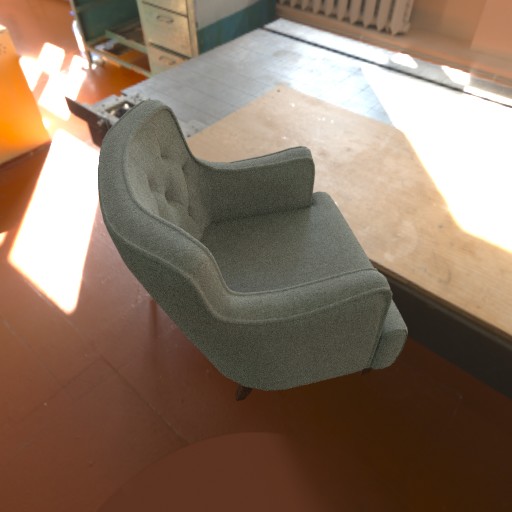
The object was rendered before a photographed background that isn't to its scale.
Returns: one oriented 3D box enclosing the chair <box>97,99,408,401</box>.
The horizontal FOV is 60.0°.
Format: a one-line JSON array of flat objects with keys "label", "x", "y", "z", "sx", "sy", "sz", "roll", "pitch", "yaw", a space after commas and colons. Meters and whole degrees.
[{"label": "chair", "x": 0.000, "y": 0.000, "z": 1.593, "sx": 0.910, "sy": 0.920, "sz": 0.820, "roll": -11, "pitch": 48, "yaw": -10}]
